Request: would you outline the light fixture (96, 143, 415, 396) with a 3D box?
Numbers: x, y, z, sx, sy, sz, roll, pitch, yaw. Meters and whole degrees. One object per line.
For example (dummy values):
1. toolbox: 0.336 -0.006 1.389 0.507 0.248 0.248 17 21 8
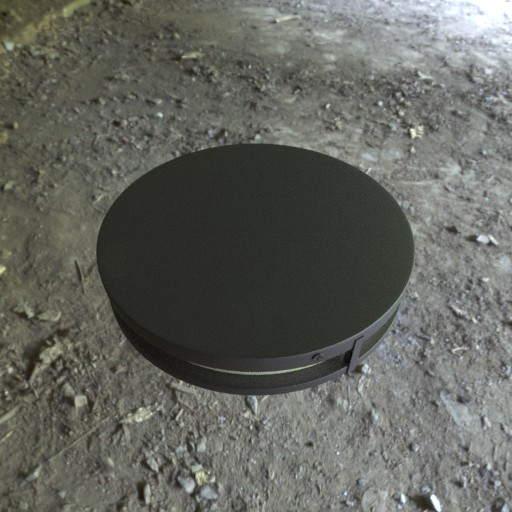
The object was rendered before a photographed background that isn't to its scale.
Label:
1. light fixture: 0.000 0.000 0.542 0.356 0.102 0.356 0 45 0
